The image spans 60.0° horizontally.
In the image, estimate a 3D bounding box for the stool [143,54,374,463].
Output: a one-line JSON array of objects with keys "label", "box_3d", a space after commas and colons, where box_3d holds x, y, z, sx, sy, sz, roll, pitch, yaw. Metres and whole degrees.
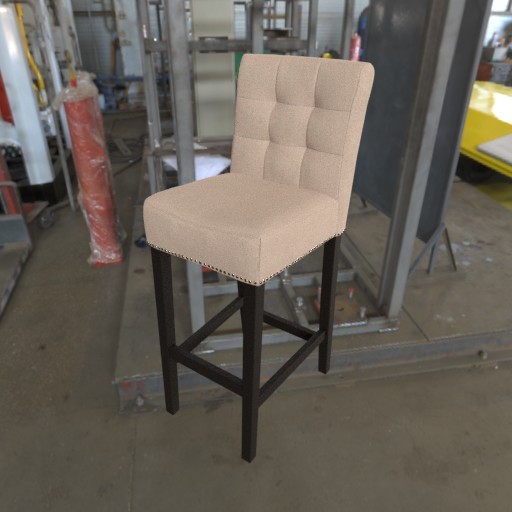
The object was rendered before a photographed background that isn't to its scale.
[{"label": "stool", "box_3d": [0.000, 0.000, 1.320, 0.411, 1.047, 0.548, 19, 35, 29]}]
